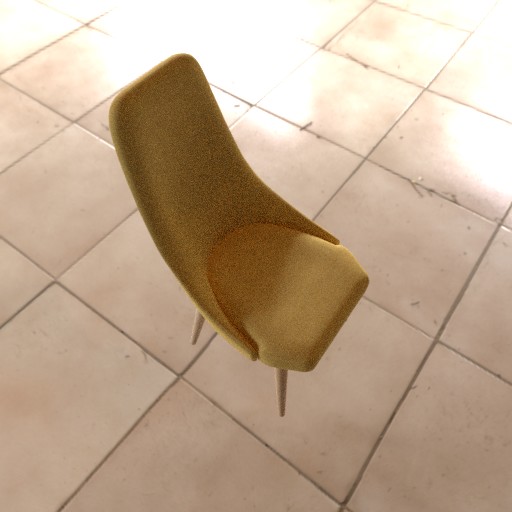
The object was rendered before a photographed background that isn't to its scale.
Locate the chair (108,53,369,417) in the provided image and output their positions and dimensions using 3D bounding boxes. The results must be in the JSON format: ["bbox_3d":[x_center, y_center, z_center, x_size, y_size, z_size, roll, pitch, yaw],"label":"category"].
[{"bbox_3d":[0.000,0.000,1.394,0.660,1.040,0.510,31,62,19],"label":"chair"}]
